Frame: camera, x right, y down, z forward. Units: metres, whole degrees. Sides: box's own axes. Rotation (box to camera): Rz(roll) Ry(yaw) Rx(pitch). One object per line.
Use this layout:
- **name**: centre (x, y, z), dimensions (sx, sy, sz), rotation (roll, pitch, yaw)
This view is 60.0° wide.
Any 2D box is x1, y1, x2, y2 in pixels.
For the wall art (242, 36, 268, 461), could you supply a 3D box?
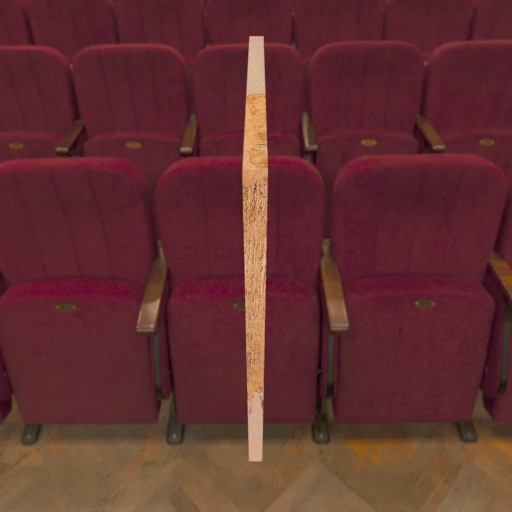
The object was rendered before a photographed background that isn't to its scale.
- **wall art**: centre (0.000, 0.000, 0.798), dimensions (0.026, 0.613, 0.458), rotation (0, 41, 0)
